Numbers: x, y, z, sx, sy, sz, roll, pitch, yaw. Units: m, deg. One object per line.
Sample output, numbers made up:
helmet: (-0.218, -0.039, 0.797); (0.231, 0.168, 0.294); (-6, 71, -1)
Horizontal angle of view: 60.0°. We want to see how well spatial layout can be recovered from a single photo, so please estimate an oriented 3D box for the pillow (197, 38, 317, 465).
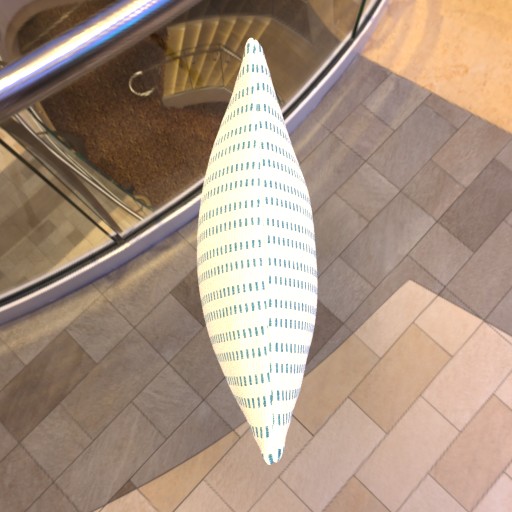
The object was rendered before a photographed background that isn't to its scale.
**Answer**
pillow: (0.000, 0.000, 0.799); (0.210, 0.353, 0.640); (-2, 77, -1)
